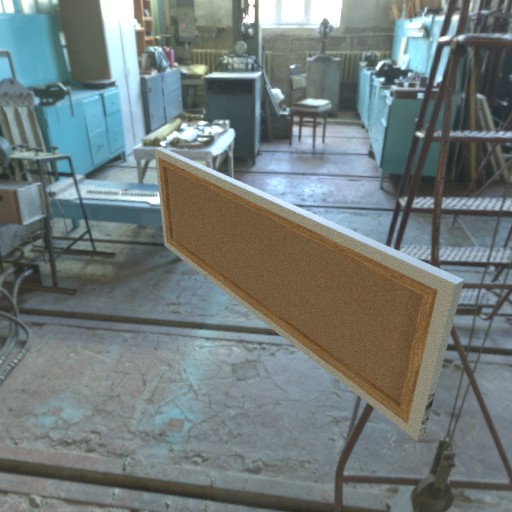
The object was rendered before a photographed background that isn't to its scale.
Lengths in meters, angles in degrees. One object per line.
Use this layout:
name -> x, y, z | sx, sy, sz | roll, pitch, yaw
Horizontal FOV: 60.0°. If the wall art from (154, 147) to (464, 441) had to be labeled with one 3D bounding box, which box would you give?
wall art -> 0.000, 0.000, 1.651 | 0.039, 0.507, 1.520 | -19, 33, -32
